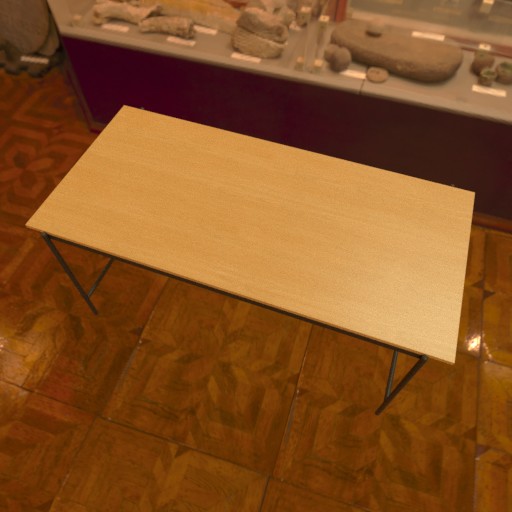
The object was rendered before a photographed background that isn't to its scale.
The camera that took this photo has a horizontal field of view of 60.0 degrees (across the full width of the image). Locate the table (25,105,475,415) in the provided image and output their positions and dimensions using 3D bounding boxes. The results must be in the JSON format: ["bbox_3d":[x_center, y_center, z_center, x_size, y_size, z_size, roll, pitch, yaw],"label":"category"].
[{"bbox_3d":[0.000,0.000,2.270,1.800,0.758,0.900,17,58,11],"label":"table"}]
